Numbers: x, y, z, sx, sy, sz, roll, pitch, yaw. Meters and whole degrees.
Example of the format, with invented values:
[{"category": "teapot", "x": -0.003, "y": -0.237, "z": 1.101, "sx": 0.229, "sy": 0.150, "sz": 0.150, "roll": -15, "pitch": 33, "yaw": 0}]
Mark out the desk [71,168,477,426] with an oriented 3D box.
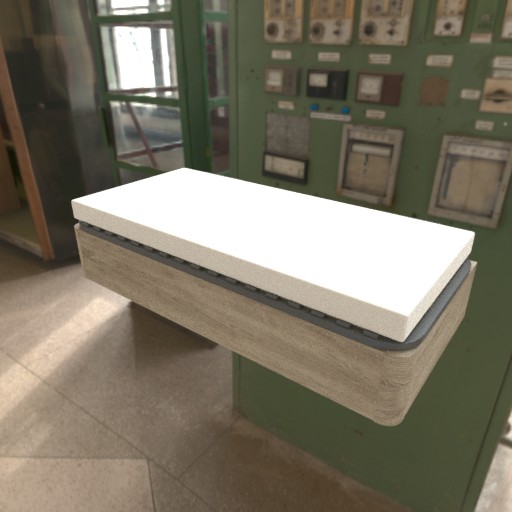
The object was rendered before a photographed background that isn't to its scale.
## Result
[{"category": "desk", "x": 0.000, "y": 0.000, "z": 2.279, "sx": 1.900, "sy": 0.455, "sz": 0.900, "roll": 18, "pitch": 32, "yaw": 33}]
